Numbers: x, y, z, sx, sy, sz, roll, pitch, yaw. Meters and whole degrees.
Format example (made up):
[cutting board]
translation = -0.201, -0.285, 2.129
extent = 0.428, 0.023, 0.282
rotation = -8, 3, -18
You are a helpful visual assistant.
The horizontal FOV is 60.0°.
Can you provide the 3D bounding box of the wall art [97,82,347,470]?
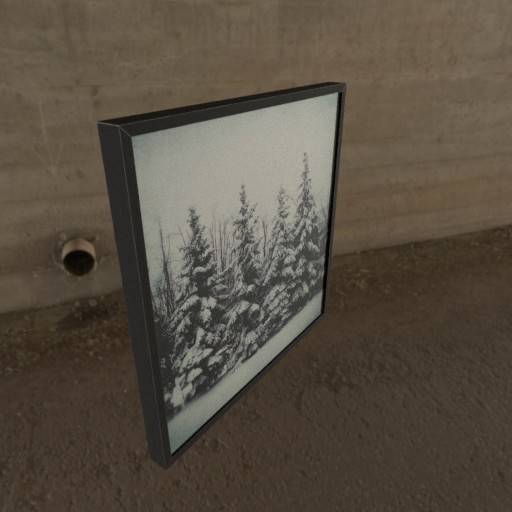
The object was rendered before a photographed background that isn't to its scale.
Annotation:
[wall art]
translation = 0.000, 0.000, 0.742
extent = 0.036, 0.506, 0.506
rotation = 18, 32, 32
